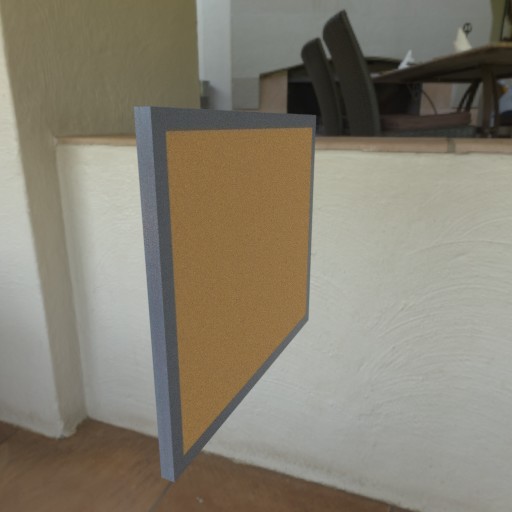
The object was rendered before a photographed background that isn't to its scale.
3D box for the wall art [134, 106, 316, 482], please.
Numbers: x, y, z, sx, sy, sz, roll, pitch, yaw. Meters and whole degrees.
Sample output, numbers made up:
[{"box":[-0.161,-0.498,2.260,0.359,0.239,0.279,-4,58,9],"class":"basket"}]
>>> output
[{"box":[0.000,0.000,0.905,0.026,0.558,0.660,8,18,24],"class":"wall art"}]
